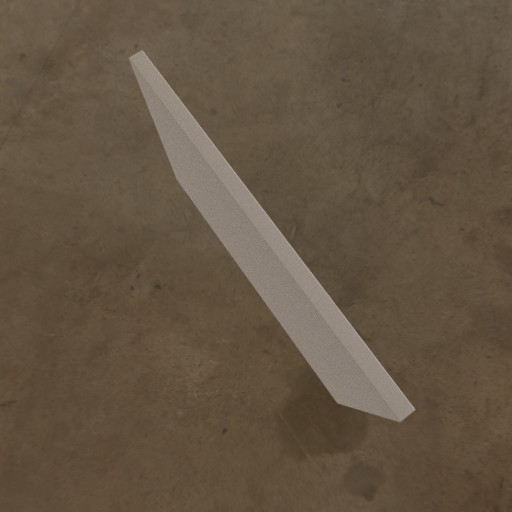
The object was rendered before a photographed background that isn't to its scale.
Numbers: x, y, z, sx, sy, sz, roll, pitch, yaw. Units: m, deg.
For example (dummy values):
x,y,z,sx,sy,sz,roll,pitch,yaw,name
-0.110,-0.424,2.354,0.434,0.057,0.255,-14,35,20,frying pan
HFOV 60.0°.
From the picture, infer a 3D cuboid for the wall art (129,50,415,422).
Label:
x,y,z,sx,sy,sz,roll,pitch,yaw,name
0.000,0.000,1.143,0.038,0.601,0.898,-34,77,-9,wall art
